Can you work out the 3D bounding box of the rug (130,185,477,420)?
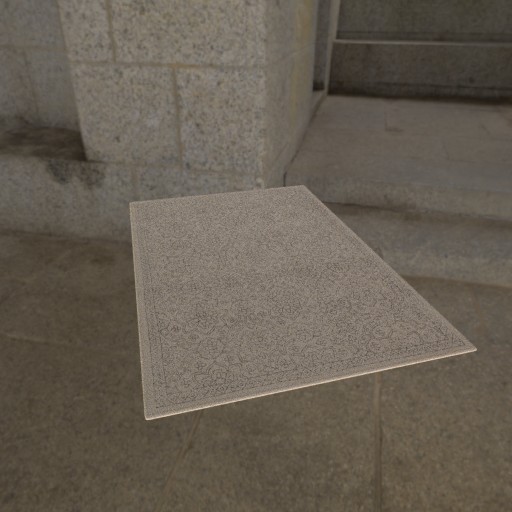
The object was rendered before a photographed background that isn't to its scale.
[{"bbox_3d":[0.000,0.000,2.858,1.524,0.011,2.286,-8,30,-13],"label":"rug"}]
